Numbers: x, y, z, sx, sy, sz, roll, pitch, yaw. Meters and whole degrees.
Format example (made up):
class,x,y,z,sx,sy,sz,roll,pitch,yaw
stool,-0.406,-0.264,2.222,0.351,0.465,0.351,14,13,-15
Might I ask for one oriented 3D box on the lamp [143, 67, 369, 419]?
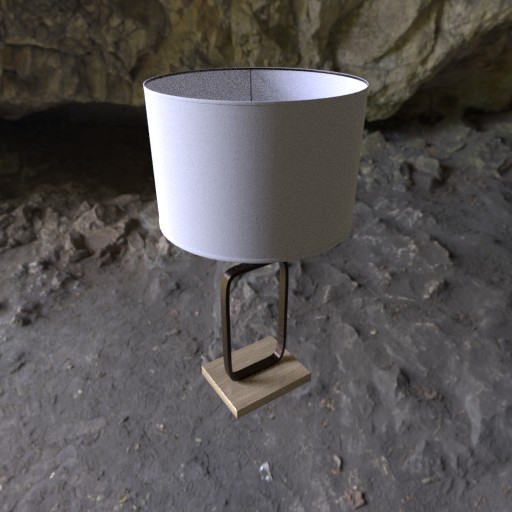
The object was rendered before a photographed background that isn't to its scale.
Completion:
class,x,y,z,sx,sy,sz,roll,pitch,yaw
lamp,0.000,0.000,0.684,0.279,0.508,0.279,-18,34,-29
